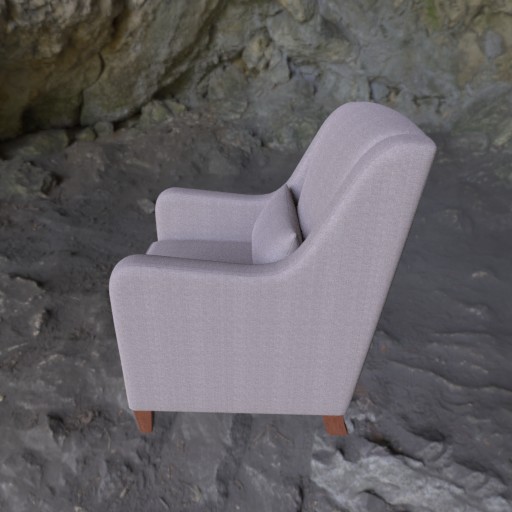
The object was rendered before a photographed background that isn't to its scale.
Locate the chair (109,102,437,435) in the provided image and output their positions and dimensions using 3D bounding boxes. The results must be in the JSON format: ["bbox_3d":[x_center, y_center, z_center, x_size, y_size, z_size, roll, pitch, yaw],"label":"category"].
[{"bbox_3d":[0.000,0.000,1.586,0.890,1.017,0.715,0,26,0],"label":"chair"}]
